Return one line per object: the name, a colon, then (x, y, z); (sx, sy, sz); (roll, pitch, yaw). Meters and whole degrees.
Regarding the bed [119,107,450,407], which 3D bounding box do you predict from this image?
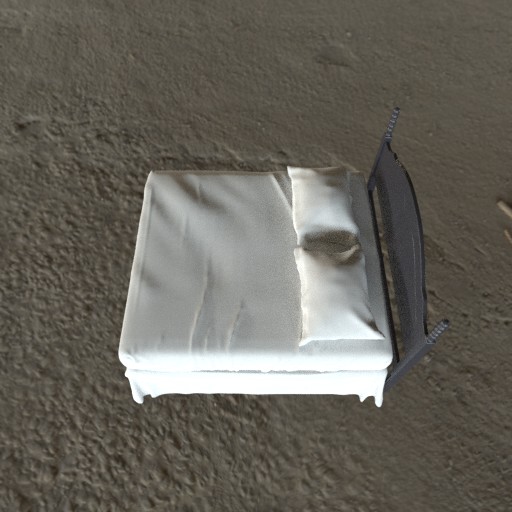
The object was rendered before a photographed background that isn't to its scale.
bed: (0.000, 0.000, 3.268); (2.040, 1.356, 1.873); (0, 59, 0)
